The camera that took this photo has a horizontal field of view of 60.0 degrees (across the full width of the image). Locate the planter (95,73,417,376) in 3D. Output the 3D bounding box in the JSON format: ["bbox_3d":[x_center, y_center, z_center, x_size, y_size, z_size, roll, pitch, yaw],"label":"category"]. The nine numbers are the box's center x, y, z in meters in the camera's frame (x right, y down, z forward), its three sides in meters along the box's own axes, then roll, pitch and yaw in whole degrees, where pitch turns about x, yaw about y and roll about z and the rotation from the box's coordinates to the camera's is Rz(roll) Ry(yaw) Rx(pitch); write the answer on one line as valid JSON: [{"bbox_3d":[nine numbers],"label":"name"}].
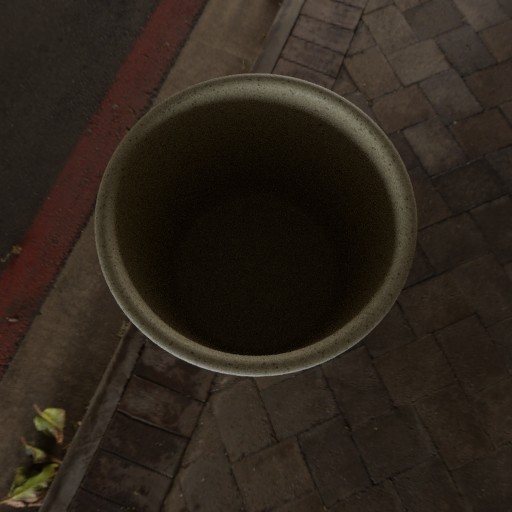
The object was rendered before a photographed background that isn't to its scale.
[{"bbox_3d":[0.000,0.000,0.356,0.191,0.199,0.191,0,74,0],"label":"planter"}]
